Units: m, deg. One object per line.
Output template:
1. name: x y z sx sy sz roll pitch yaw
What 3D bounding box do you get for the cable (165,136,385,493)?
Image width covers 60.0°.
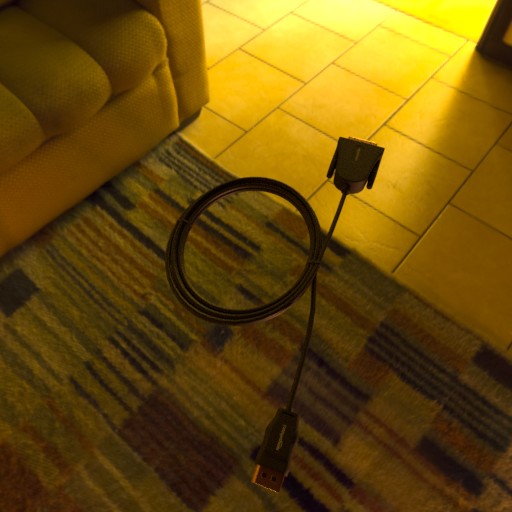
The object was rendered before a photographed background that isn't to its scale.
1. cable: 0.000 0.000 0.327 0.136 0.015 0.281 18 60 10
